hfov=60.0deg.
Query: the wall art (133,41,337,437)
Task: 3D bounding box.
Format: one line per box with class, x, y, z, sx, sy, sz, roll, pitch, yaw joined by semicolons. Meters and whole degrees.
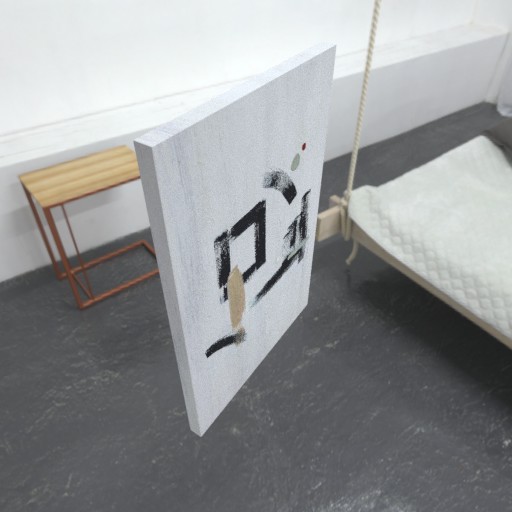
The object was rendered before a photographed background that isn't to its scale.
wall art;0.000;0.000;1.175;0.043;0.914;0.624;24;47;25
